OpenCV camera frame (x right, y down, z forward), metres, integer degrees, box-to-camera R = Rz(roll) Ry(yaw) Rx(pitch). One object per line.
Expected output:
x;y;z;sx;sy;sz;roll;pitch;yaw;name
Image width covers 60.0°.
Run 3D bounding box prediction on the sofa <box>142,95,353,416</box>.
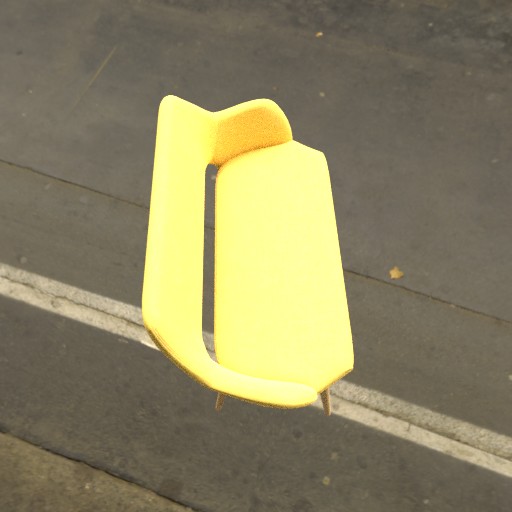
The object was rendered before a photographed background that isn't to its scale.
0.000;0.000;1.649;0.610;0.840;1.150;-2;63;-1;sofa
